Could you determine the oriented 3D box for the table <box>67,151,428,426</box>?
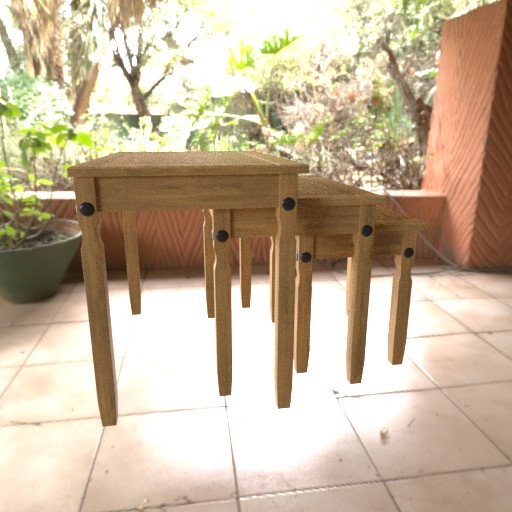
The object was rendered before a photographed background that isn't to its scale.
[{"bbox_3d":[0.000,0.000,1.213,0.773,0.535,0.660,-3,16,-9],"label":"table"}]
